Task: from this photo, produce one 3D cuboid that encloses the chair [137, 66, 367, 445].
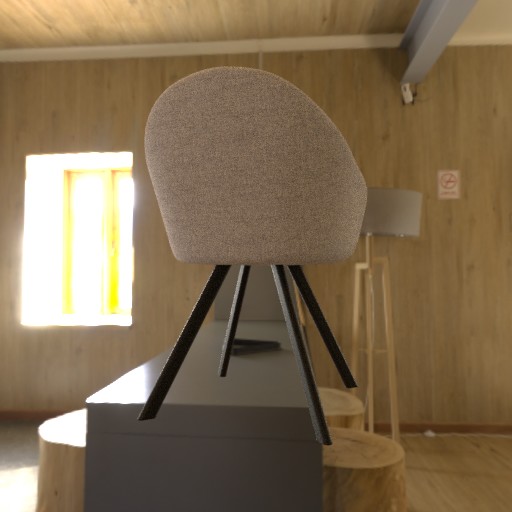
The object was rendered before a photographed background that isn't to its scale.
[{"bbox_3d":[0.000,0.000,1.167,0.540,0.780,0.570,-1,-2,19],"label":"chair"}]
